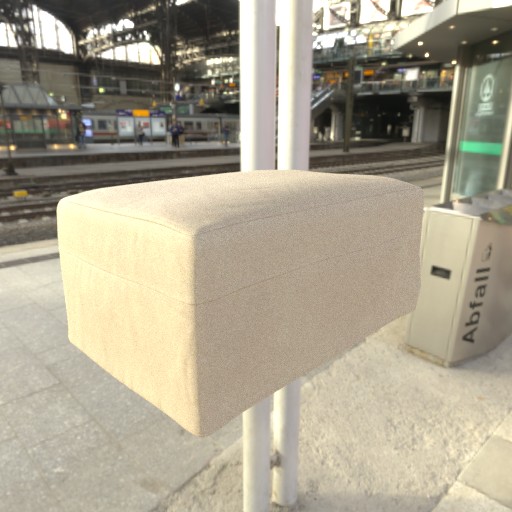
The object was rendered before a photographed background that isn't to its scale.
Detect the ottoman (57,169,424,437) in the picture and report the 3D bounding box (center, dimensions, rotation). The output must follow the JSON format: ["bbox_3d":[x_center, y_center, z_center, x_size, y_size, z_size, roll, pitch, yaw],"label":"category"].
[{"bbox_3d":[0.000,0.000,1.212,0.590,0.444,0.872,15,22,42],"label":"ottoman"}]
